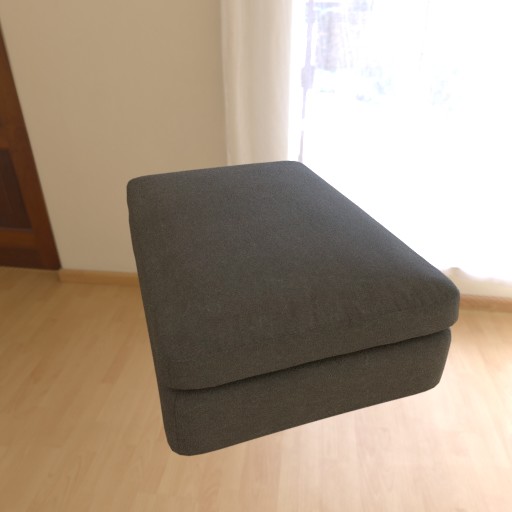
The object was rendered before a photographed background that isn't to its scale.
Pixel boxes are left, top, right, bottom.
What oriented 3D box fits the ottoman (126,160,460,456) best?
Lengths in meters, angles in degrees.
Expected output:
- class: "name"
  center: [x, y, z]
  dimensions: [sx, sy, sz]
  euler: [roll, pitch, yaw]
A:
- class: "ottoman"
  center: [0.000, 0.000, 1.613]
  dimensions: [0.840, 0.429, 1.199]
  euler: [-9, 32, -15]
